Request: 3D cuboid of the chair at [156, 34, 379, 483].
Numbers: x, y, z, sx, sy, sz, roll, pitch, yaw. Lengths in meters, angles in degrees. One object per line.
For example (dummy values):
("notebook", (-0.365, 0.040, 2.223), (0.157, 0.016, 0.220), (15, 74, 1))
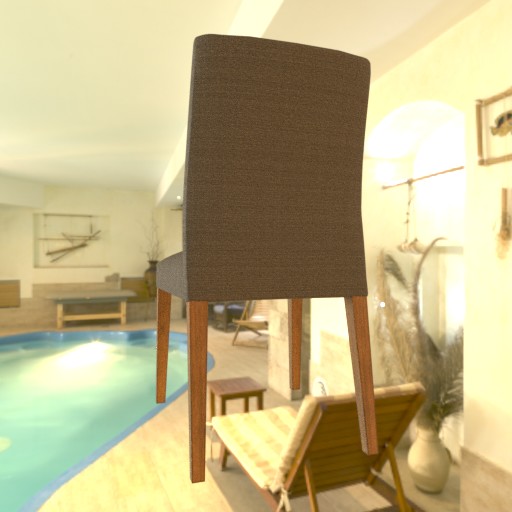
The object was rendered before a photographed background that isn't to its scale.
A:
("chair", (0.000, 0.000, 1.232), (0.496, 0.940, 0.585), (0, 0, -18))
